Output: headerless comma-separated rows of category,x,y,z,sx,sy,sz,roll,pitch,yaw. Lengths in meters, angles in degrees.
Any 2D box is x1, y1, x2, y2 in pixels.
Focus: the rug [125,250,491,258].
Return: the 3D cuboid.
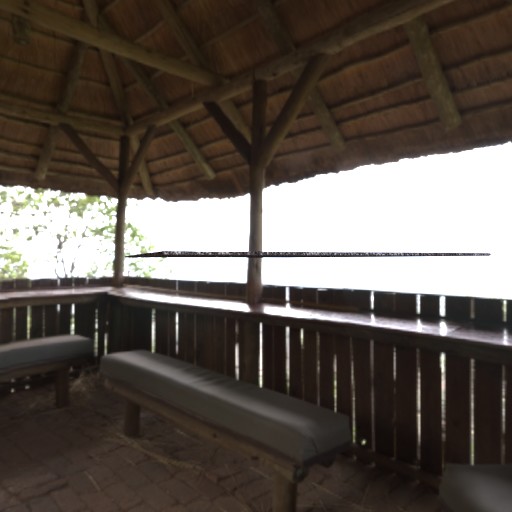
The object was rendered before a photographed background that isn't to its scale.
rug,0.000,0.000,2.256,1.186,0.012,1.814,0,-1,-19
